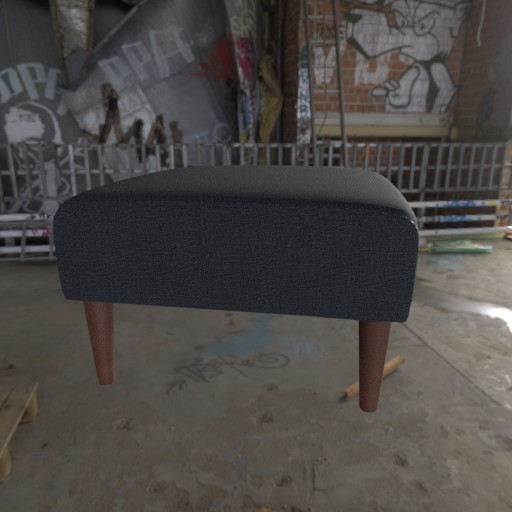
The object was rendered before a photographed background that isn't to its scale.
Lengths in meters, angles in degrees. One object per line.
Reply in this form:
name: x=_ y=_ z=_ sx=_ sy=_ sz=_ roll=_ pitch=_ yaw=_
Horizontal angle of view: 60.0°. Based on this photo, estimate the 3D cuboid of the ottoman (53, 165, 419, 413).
ottoman: x=0.000 y=0.000 z=1.063 sx=0.649 sy=0.398 sz=0.650 roll=3 pitch=16 yaw=9
